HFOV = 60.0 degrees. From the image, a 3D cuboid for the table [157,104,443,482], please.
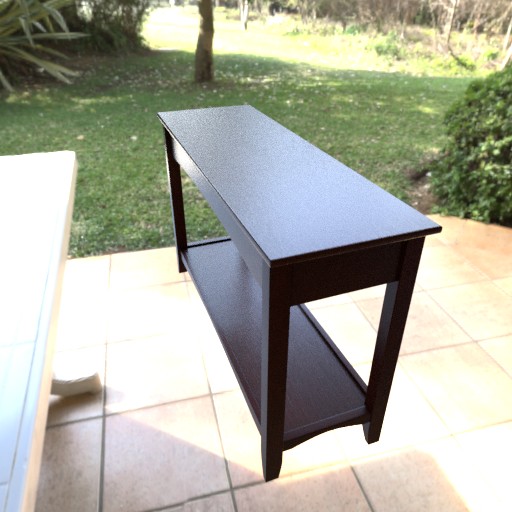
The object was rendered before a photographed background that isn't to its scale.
[{"bbox_3d":[0.000,0.000,1.534,0.392,0.739,1.188,-11,33,-18],"label":"table"}]
